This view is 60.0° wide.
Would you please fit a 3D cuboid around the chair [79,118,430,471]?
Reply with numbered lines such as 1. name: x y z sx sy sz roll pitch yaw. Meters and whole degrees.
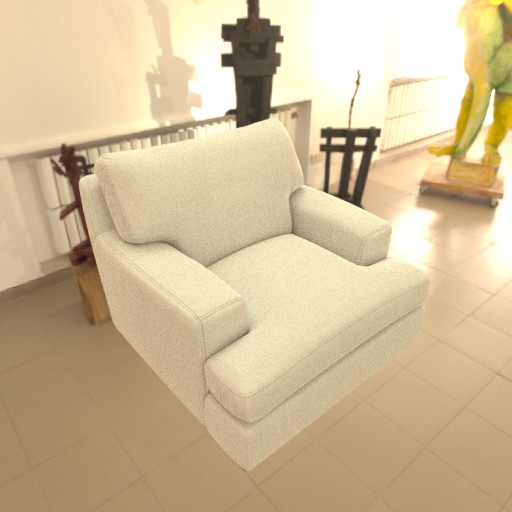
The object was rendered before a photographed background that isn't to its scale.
1. chair: 0.000 0.000 1.983 1.140 0.930 1.158 -24 38 -34
